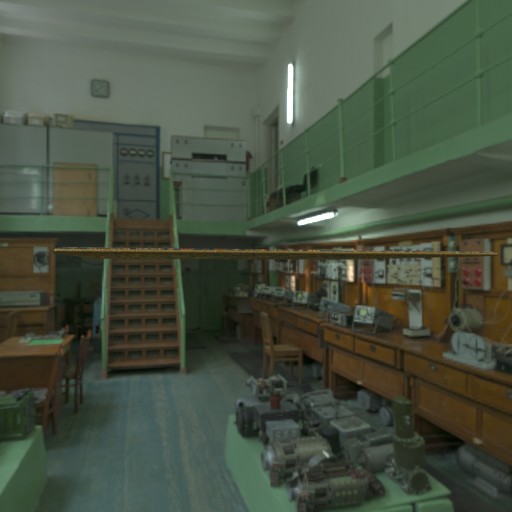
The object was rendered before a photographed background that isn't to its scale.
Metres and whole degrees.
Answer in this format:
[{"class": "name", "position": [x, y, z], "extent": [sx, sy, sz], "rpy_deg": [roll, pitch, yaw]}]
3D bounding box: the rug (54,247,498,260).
[{"class": "rug", "position": [0.000, 0.000, 4.018], "extent": [3.040, 0.031, 2.435], "rpy_deg": [0, -1, -17]}]
